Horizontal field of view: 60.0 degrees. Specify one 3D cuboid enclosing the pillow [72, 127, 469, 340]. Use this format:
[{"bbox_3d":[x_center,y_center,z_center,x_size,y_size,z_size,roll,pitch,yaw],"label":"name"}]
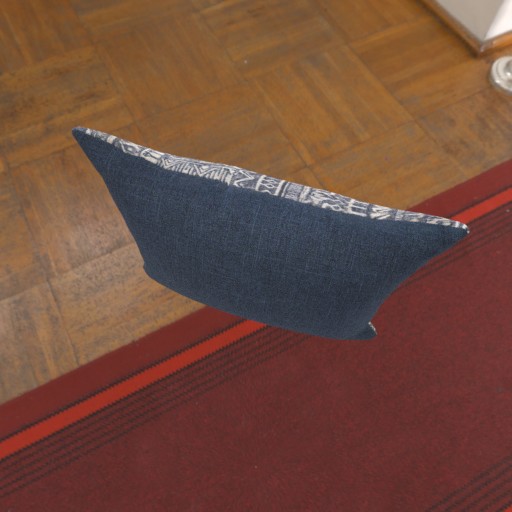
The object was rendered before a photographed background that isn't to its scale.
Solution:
[{"bbox_3d":[0.000,0.000,0.786,0.546,0.487,0.180,15,66,7],"label":"pillow"}]
